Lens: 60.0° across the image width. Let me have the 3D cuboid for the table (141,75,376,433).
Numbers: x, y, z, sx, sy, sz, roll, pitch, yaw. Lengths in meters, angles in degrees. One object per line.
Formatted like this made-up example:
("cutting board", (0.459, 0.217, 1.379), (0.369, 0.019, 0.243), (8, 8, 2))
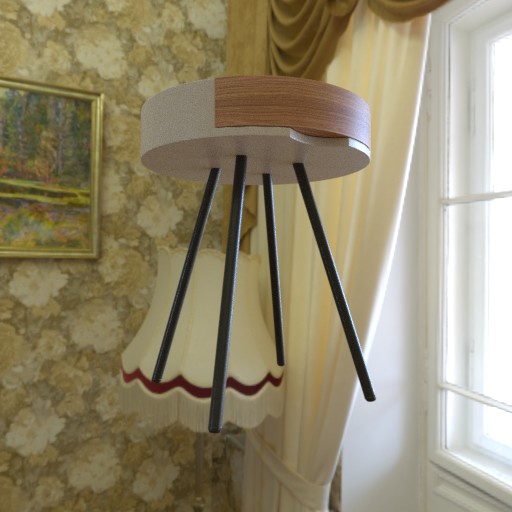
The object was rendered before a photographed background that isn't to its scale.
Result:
("table", (0.000, 0.000, 0.861), (0.450, 0.525, 0.450), (0, 0, 0))
